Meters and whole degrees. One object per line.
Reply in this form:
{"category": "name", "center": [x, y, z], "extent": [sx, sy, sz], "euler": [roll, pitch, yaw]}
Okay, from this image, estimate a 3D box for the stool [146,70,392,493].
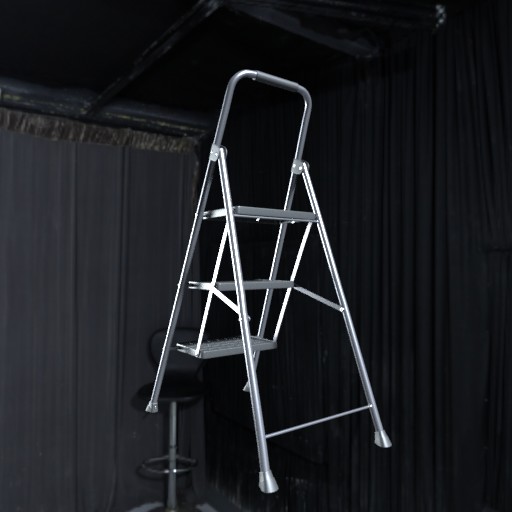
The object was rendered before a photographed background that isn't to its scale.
{"category": "stool", "center": [0.000, 0.000, 1.470], "extent": [0.473, 1.121, 0.733], "euler": [1, -1, -36]}
